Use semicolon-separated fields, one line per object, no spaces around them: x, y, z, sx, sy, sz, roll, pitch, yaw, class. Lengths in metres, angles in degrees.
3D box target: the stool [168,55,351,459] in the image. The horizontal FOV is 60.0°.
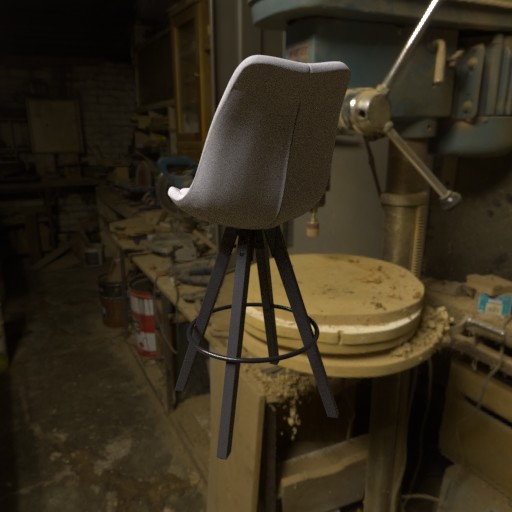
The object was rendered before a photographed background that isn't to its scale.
0.000;0.000;1.429;0.485;1.115;0.550;-9;18;-27;stool
